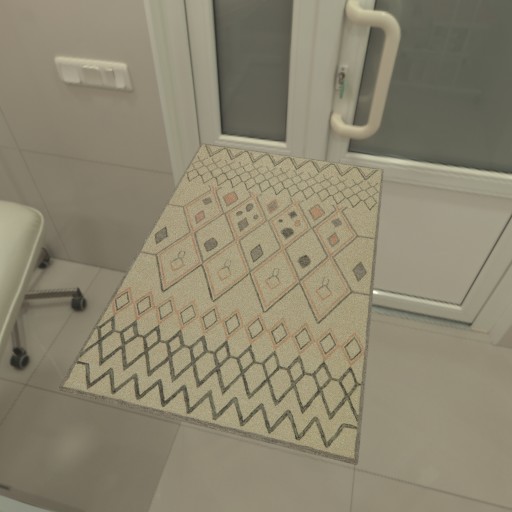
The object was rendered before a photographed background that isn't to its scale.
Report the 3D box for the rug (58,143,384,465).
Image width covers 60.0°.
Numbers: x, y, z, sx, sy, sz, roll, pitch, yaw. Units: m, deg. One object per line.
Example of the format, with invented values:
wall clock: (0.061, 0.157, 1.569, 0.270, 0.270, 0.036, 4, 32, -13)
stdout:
rug: (0.000, 0.000, 2.314, 1.219, 0.016, 1.829, 10, 48, 9)
